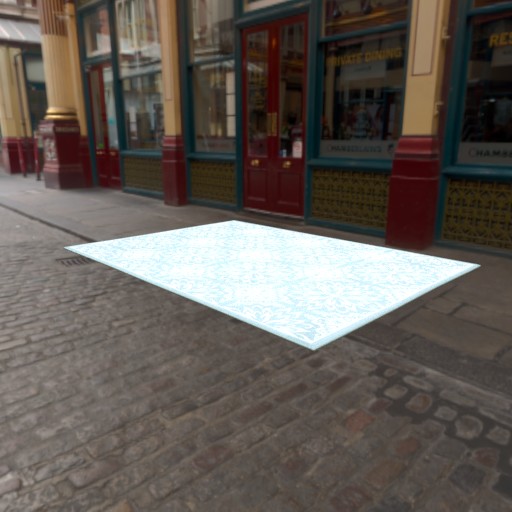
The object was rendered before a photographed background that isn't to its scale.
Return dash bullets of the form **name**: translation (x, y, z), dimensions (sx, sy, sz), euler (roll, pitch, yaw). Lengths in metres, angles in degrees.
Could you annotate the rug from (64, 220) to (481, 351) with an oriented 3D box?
- **rug**: translation (0.000, 0.000, 2.859), dimensions (1.589, 0.014, 2.205), euler (-14, 20, -43)
